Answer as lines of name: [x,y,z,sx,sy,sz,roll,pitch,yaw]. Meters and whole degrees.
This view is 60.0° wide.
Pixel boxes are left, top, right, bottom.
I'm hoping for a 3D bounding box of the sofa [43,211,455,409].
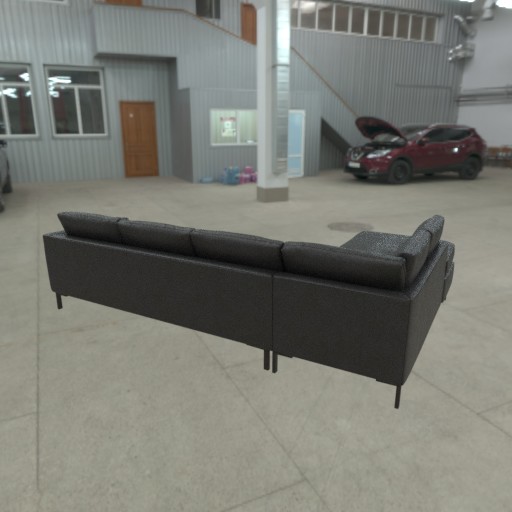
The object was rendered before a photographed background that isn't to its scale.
sofa: [0.000,0.000,3.821,2.984,0.877,1.938,9,19,28]
